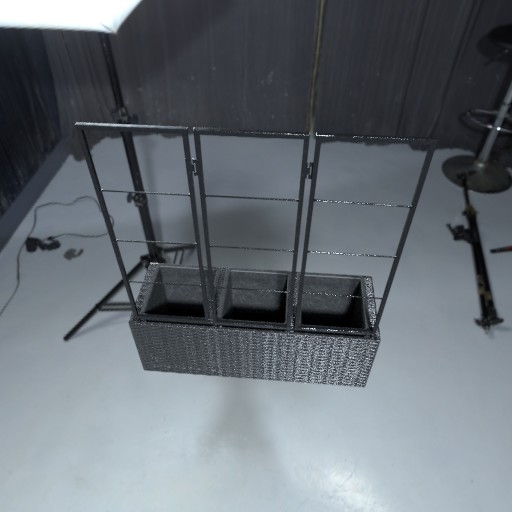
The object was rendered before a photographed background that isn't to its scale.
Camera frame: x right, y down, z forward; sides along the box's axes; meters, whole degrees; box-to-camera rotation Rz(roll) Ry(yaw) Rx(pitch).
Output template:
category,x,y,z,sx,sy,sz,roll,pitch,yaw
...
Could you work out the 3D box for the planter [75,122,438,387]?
category,x,y,z,sx,sy,sz,roll,pitch,yaw
planter,0.000,0.000,1.180,0.698,0.841,0.244,3,44,4
